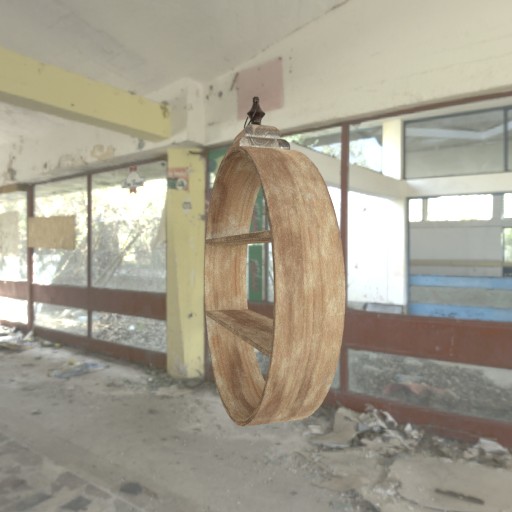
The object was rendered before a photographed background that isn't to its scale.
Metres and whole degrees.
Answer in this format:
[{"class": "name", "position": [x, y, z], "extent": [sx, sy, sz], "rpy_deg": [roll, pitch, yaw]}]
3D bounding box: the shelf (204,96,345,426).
[{"class": "shelf", "position": [0.000, 0.000, 1.011], "extent": [0.125, 0.725, 0.601], "rpy_deg": [0, 0, -18]}]
